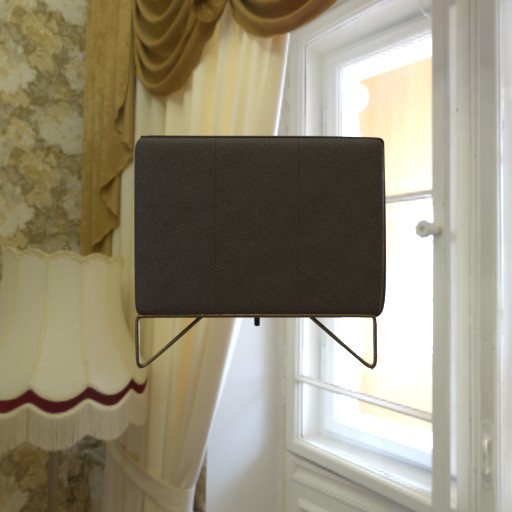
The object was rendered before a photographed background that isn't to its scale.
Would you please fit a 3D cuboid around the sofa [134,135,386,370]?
[{"bbox_3d":[0.000,0.000,2.506,0.867,0.789,2.087,0,-1,-1],"label":"sofa"}]
